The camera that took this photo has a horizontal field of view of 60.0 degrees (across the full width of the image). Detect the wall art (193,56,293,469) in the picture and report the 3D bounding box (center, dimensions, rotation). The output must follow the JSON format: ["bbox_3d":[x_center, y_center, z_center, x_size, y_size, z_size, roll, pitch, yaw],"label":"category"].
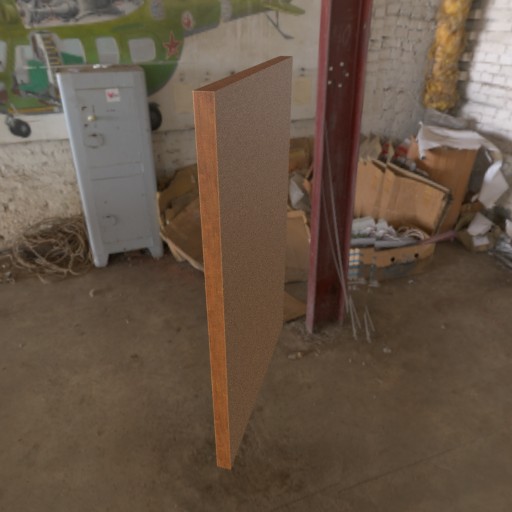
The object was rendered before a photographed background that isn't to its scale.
[{"bbox_3d":[0.000,0.000,1.168,0.037,0.914,0.610,8,30,14],"label":"wall art"}]
